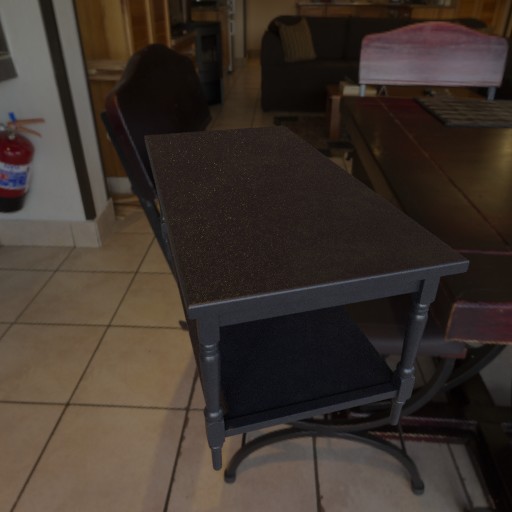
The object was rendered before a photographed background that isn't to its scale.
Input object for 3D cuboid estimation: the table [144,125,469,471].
[{"bbox_3d":[0.000,0.000,1.382,0.550,0.510,1.107,-8,31,-14],"label":"table"}]
